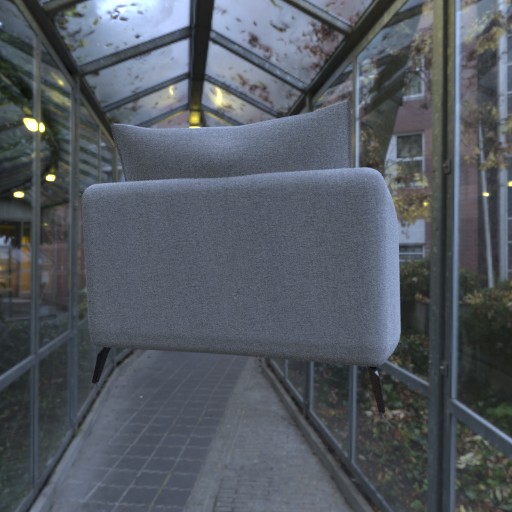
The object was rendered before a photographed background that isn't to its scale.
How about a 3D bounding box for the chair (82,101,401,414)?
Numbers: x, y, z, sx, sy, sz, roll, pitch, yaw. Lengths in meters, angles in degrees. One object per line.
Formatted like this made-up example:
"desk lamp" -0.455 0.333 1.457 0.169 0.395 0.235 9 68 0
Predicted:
"chair" 0.000 0.000 1.661 1.029 0.856 0.801 0 0 18
